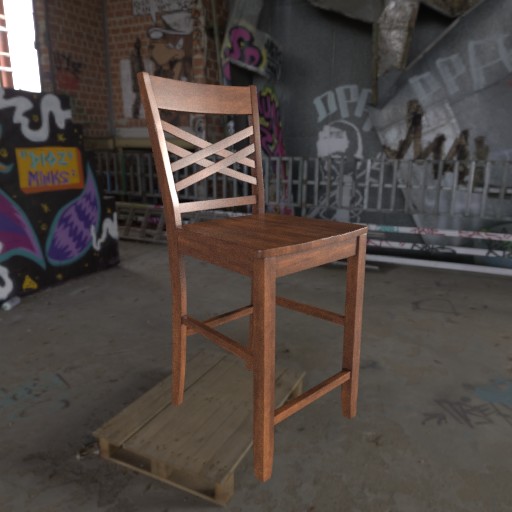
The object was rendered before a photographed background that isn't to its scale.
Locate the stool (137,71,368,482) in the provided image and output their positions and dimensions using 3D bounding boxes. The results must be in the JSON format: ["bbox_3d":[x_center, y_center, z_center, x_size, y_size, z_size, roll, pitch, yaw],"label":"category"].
[{"bbox_3d":[0.000,0.000,1.382,0.462,1.079,0.539,-13,19,-42],"label":"stool"}]
